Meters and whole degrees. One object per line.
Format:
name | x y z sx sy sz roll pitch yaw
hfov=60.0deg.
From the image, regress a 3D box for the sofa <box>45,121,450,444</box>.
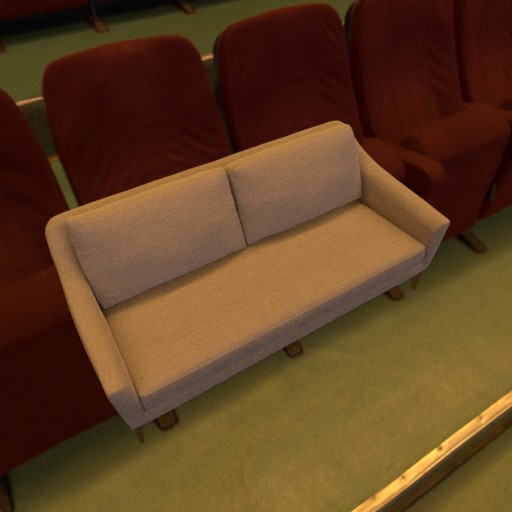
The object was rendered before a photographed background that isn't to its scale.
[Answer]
sofa | 0.000 0.000 2.548 2.036 0.913 0.980 -24 51 -22
